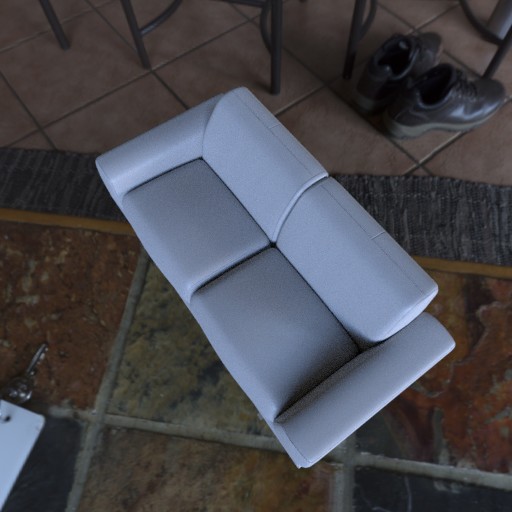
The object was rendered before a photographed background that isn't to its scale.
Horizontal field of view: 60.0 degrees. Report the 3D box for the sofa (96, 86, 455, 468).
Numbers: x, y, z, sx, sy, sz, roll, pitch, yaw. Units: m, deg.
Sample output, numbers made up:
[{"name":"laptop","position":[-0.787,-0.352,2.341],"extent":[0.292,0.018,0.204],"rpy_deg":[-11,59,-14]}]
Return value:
[{"name":"sofa","position":[0.000,0.000,2.337],"extent":[0.900,0.772,1.901],"rpy_deg":[-33,68,-15]}]
